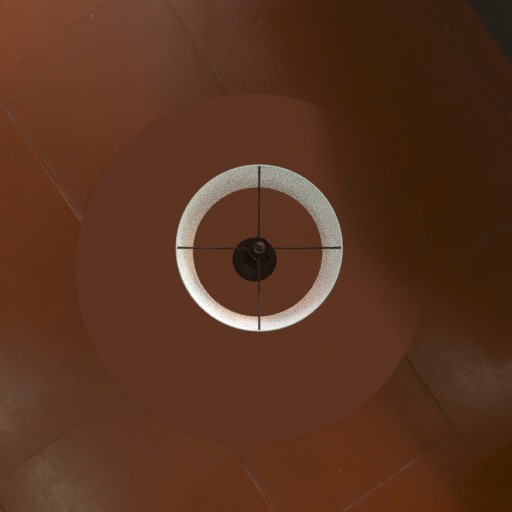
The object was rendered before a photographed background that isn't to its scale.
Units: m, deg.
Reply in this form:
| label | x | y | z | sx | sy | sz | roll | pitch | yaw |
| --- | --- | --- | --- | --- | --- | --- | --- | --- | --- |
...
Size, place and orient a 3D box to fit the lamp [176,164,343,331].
| label | x | y | z | sx | sy | sz | roll | pitch | yaw |
| --- | --- | --- | --- | --- | --- | --- | --- | --- | --- |
| lamp | 0.000 | 0.000 | 1.663 | 0.356 | 1.487 | 0.356 | 0 | 89 | -1 |
